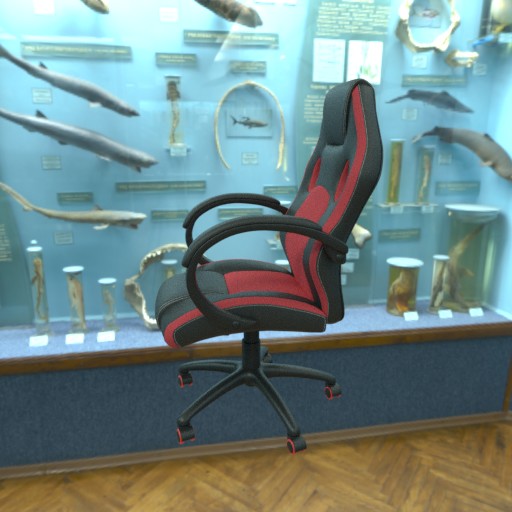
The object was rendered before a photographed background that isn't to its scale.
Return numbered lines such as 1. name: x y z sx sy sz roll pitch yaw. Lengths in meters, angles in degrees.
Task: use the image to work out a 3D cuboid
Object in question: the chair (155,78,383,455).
1. chair: 0.000 0.000 1.594 0.724 1.187 0.673 -2 14 -9
